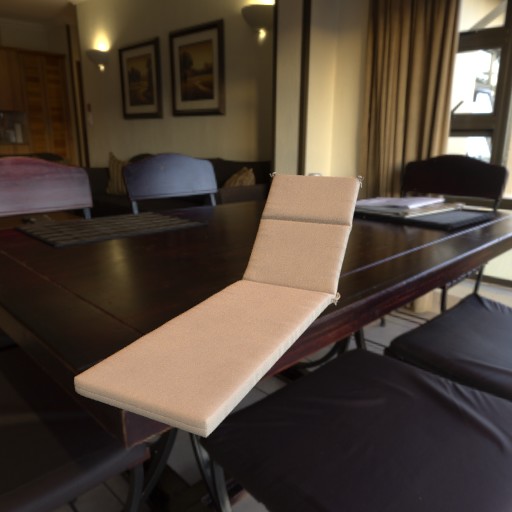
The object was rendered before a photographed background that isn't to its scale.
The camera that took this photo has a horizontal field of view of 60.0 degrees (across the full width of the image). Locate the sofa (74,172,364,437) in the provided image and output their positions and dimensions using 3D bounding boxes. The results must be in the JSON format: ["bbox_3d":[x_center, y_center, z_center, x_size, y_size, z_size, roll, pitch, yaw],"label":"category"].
[{"bbox_3d":[0.000,0.000,1.981,0.582,0.622,1.663,7,17,25],"label":"sofa"}]
